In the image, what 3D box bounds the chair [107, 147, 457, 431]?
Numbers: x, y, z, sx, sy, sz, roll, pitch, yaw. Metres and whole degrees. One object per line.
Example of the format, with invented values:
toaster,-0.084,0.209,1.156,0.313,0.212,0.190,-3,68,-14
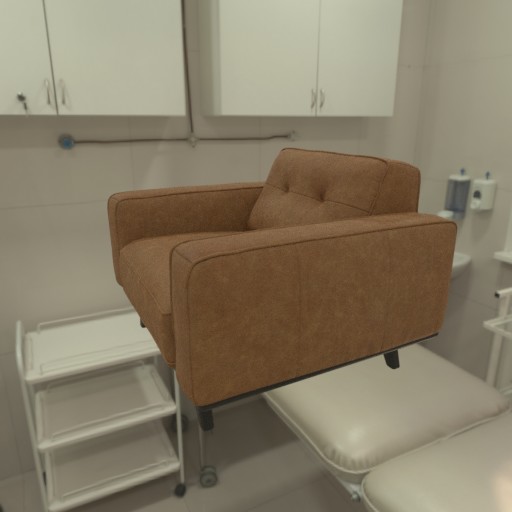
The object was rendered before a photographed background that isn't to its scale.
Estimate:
chair,0.000,0.000,1.738,0.952,0.782,1.118,-9,19,-26
